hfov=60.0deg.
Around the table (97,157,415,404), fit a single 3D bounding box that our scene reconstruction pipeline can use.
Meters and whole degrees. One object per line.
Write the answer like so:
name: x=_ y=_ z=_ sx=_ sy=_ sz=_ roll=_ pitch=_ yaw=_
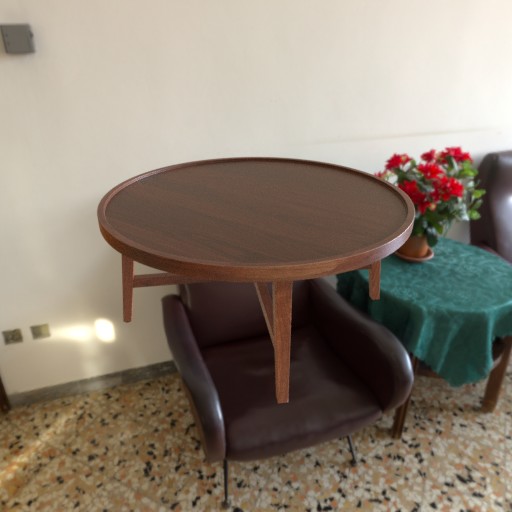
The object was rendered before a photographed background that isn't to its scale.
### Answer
table: x=0.000 y=0.000 z=1.252 sx=0.800 sy=0.360 sz=0.800 roll=0 pitch=27 yaw=0
